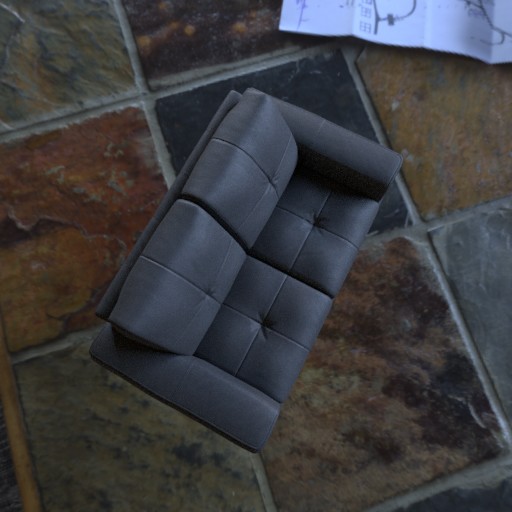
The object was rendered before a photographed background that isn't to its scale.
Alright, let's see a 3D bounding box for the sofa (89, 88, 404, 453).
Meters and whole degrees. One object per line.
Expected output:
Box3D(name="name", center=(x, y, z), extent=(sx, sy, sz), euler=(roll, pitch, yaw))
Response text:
Box3D(name="sofa", center=(0.000, 0.000, 2.447), extent=(1.018, 0.907, 1.806), euler=(27, 78, 6))
